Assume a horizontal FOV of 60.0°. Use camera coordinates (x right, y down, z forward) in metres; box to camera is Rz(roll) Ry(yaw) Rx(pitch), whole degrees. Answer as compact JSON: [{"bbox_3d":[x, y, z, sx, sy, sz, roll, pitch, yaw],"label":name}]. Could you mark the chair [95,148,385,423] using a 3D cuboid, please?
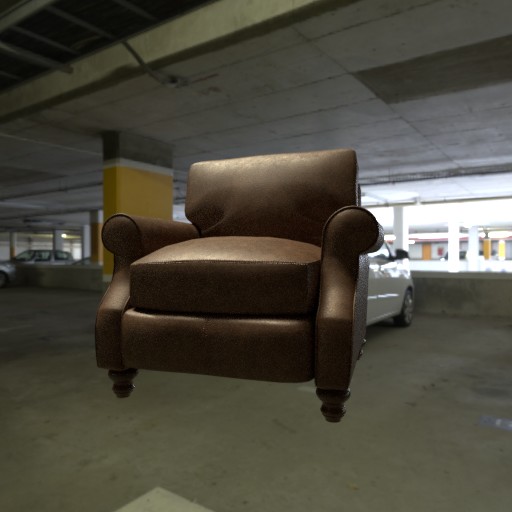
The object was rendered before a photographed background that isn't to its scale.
[{"bbox_3d":[0.000,0.000,1.793,0.996,0.976,1.002,0,0,17],"label":"chair"}]
